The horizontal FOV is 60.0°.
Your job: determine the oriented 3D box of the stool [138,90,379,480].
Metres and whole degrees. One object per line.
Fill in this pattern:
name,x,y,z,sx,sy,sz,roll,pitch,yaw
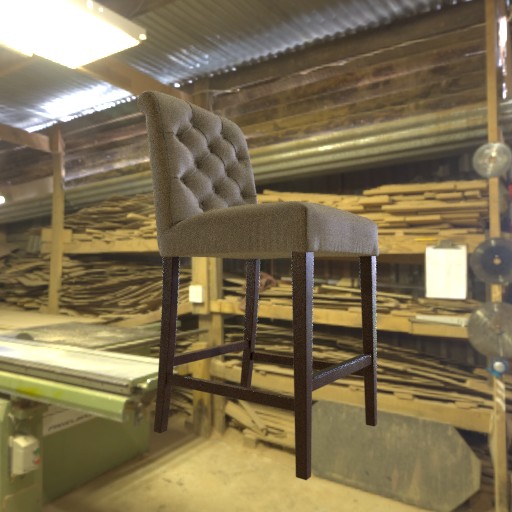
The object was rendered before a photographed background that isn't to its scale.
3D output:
stool,0.000,0.000,1.434,0.660,1.084,0.486,-1,-2,36
